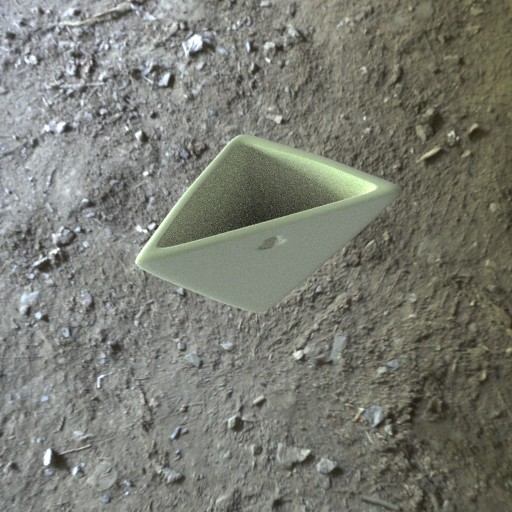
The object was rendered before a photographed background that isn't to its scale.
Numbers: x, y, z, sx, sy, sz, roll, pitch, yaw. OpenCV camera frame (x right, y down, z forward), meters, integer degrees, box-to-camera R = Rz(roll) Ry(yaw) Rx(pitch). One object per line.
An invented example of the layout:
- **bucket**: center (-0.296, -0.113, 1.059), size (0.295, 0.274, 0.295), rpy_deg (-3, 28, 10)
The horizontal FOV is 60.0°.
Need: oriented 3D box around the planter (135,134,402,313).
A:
- **planter**: center (0.000, 0.000, 0.396), size (0.143, 0.338, 0.065), rpy_deg (-16, 76, -4)
